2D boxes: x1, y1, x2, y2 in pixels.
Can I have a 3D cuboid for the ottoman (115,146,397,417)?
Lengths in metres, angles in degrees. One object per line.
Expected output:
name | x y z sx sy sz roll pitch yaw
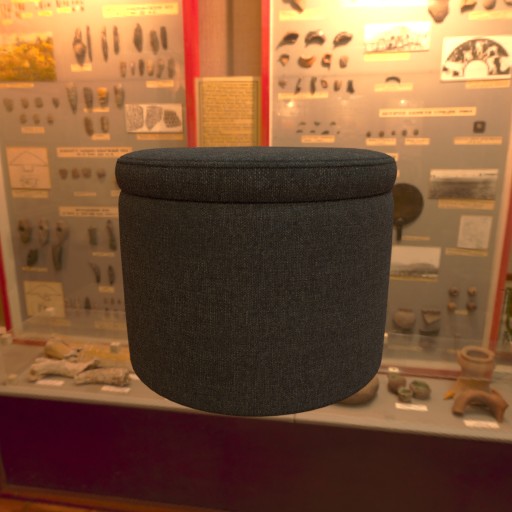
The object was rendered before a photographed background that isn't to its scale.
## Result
ottoman | 0.000 0.000 0.894 0.520 0.430 0.520 0 15 0
